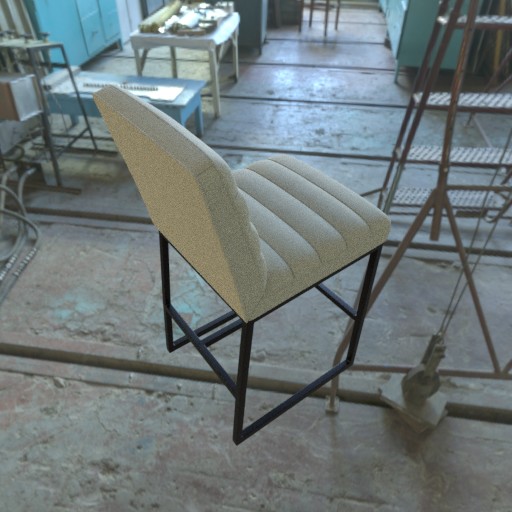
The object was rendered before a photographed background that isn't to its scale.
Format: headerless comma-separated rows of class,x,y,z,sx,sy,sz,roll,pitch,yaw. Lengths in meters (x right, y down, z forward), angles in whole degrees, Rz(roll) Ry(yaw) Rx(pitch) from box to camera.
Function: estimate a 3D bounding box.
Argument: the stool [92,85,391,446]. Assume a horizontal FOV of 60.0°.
stool,0.000,0.000,1.239,0.560,0.940,0.460,-26,47,-27
